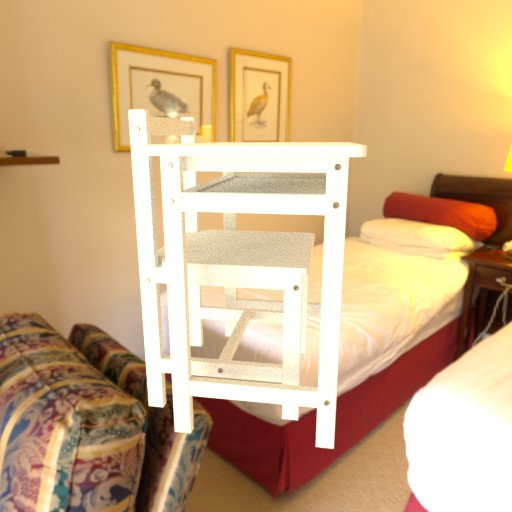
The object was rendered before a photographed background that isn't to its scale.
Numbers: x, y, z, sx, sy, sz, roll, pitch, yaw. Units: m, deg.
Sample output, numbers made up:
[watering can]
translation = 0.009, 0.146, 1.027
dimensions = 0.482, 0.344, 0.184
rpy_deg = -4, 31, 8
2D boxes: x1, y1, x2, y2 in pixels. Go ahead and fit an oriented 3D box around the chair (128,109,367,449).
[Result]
[chair]
translation = 0.000, 0.000, 1.096
dimensions = 0.461, 0.673, 0.599
rpy_deg = 2, 15, 9
